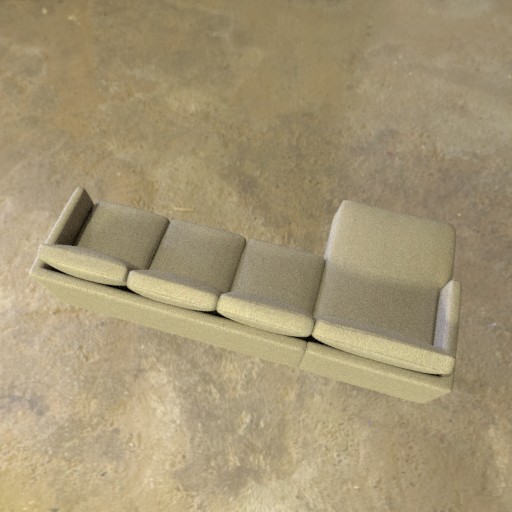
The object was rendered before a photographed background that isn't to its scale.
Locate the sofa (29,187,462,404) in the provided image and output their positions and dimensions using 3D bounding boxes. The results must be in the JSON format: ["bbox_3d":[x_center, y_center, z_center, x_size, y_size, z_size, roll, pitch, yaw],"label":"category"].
[{"bbox_3d":[0.000,0.000,3.677,3.201,0.876,1.502,14,65,7],"label":"sofa"}]
